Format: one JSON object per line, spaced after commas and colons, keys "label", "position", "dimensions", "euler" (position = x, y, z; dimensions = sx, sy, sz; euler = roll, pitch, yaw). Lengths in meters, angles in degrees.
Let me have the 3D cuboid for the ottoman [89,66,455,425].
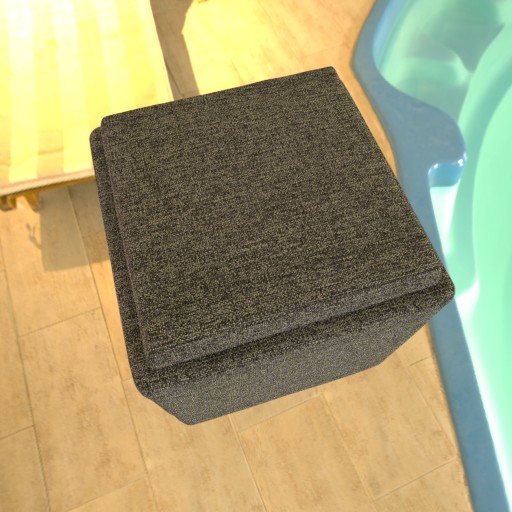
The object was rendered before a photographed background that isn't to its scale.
{"label": "ottoman", "position": [0.000, 0.000, 0.814], "dimensions": [0.450, 0.463, 0.450], "euler": [-15, 65, -7]}
